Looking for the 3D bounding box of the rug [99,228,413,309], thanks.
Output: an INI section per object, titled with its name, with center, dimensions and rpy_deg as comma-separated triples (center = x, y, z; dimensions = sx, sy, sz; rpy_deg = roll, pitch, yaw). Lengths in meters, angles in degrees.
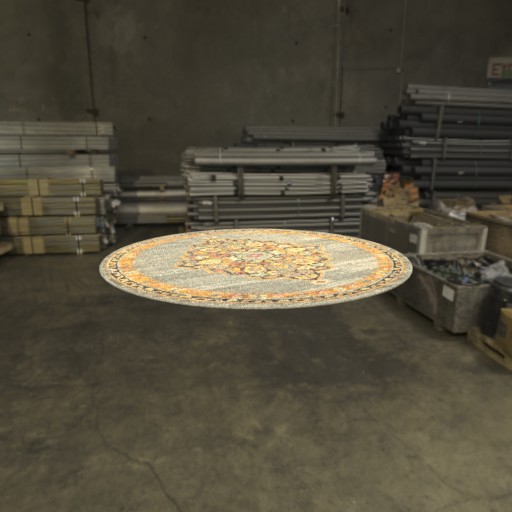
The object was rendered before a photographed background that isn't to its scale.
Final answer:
[rug]
center = 0.000, 0.000, 2.390
dimensions = 1.598, 0.010, 1.598
rpy_deg = 0, 14, 0
